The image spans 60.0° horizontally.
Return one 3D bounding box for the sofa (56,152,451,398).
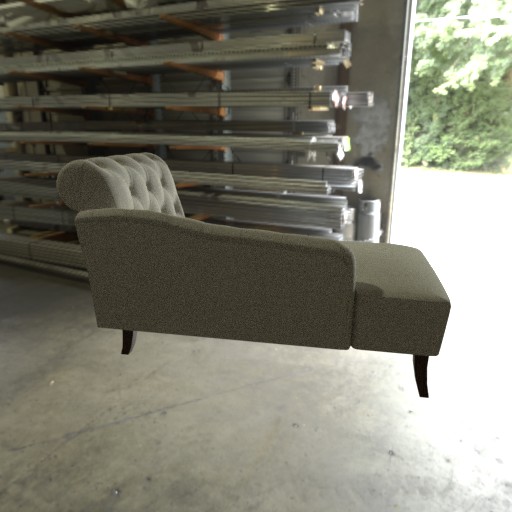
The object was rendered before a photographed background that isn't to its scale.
[{"bbox_3d":[0.000,0.000,1.806,1.379,0.787,0.675,3,16,11],"label":"sofa"}]
